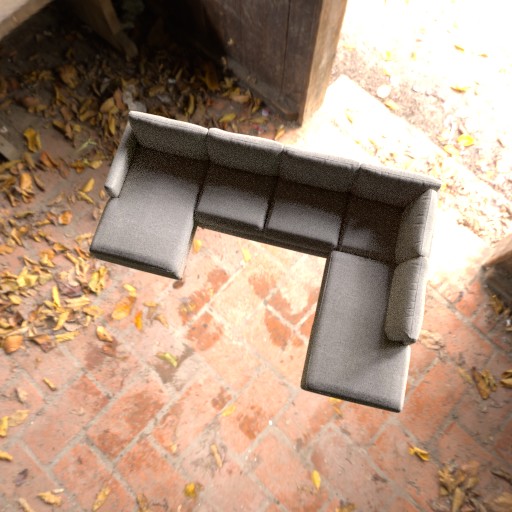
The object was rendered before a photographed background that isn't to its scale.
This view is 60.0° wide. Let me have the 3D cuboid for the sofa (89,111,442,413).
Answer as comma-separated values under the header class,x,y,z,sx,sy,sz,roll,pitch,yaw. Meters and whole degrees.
class,x,y,z,sx,sy,sz,roll,pitch,yaw
sofa,0.000,0.000,3.655,2.737,0.756,1.879,14,75,4
